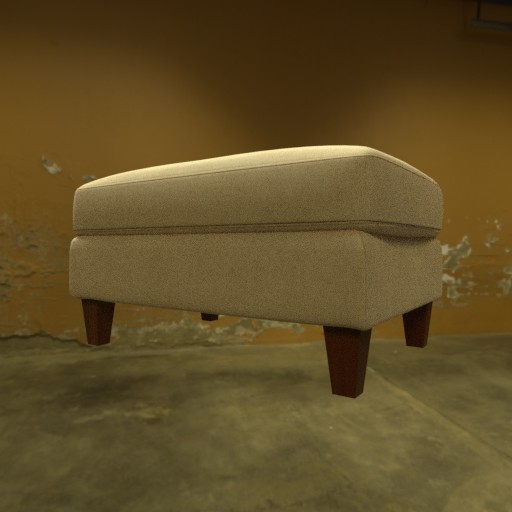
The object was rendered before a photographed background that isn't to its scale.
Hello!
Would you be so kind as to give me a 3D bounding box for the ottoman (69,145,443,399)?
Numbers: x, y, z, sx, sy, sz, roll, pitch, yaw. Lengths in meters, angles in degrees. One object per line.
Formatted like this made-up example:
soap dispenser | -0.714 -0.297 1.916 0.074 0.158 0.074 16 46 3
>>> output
ottoman | 0.000 0.000 1.200 0.864 0.483 0.584 1 2 34
